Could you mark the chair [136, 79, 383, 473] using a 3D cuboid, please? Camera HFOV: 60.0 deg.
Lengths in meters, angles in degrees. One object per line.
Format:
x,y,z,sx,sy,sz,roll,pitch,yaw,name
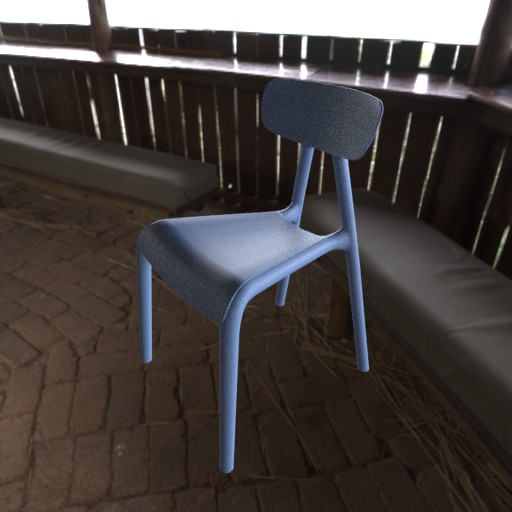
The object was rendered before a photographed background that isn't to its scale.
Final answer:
0.000,0.000,0.847,0.401,0.580,0.356,-21,37,-31,chair
